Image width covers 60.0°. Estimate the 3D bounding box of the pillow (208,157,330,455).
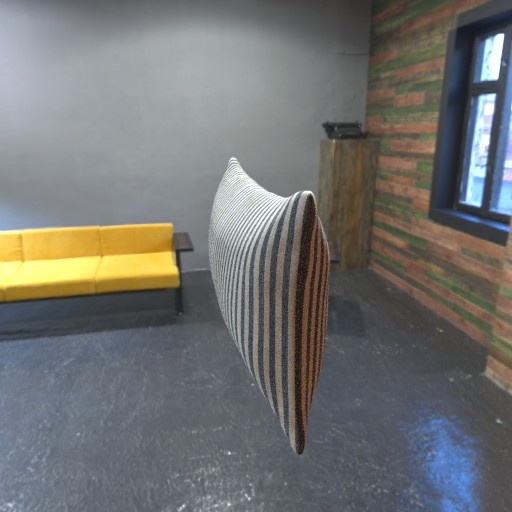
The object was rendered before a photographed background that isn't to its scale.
[{"bbox_3d":[0.000,0.000,0.745,0.151,0.295,0.617,-3,16,-9],"label":"pillow"}]
